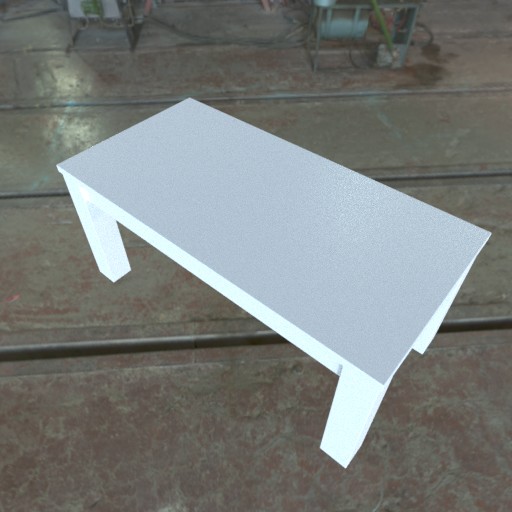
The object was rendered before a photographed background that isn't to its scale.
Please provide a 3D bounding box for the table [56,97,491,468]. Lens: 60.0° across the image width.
[{"bbox_3d":[0.000,0.000,2.288,1.800,0.790,0.900,32,54,26],"label":"table"}]
